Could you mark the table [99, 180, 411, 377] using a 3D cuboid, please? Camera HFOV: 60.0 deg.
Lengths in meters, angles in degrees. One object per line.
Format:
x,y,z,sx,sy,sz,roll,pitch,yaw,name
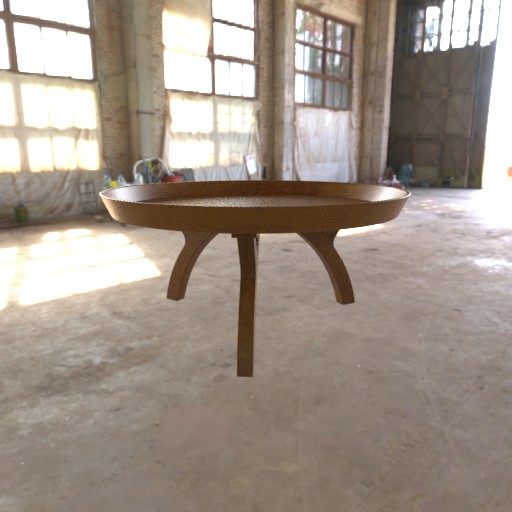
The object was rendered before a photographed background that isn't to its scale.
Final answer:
0.000,0.000,1.572,1.016,0.470,1.016,0,13,0,table
